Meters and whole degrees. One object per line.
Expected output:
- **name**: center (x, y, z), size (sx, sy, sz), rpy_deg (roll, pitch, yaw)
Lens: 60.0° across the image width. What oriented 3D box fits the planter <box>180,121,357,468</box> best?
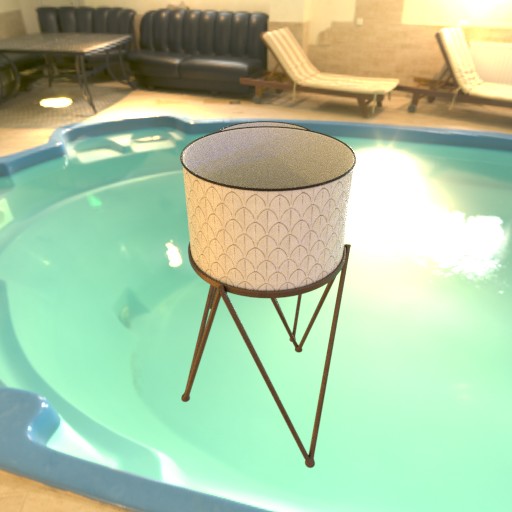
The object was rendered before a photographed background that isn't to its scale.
- **planter**: center (0.000, 0.000, 1.192), size (0.413, 0.712, 0.769), rpy_deg (0, 33, 0)
